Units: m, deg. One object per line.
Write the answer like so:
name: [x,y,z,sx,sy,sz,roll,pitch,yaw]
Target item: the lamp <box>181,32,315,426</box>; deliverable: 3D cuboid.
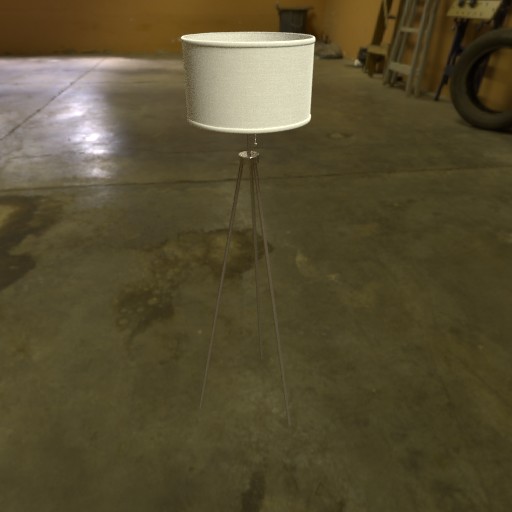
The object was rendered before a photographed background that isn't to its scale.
lamp: [0.000,0.000,1.737,0.458,1.545,0.448,21,36,32]
